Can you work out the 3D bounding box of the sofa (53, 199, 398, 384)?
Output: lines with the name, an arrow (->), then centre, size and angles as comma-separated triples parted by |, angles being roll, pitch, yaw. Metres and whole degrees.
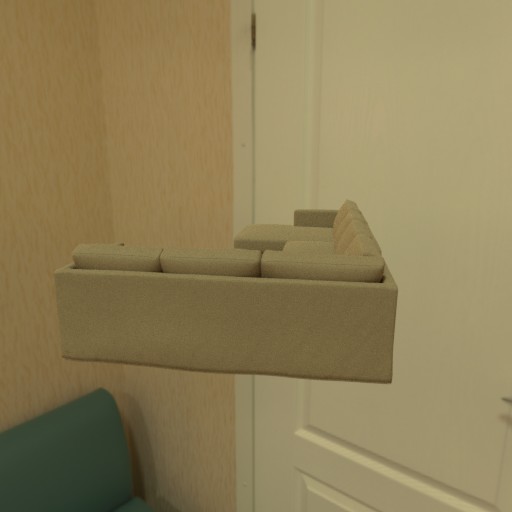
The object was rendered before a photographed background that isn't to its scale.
sofa -> 0.000, 0.000, 4.723 | 2.476, 0.878, 3.528 | 2, 14, 9
